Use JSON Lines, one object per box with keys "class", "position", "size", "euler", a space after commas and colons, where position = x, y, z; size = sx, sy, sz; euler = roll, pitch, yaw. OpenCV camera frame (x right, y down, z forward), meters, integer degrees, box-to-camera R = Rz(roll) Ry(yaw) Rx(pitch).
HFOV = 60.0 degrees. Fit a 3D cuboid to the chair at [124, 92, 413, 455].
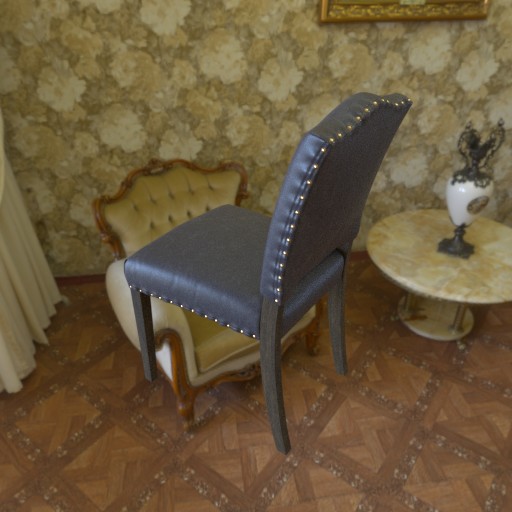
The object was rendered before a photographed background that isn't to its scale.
{"class": "chair", "position": [0.000, 0.000, 1.317], "size": [0.633, 0.991, 0.500], "euler": [21, 37, 30]}
